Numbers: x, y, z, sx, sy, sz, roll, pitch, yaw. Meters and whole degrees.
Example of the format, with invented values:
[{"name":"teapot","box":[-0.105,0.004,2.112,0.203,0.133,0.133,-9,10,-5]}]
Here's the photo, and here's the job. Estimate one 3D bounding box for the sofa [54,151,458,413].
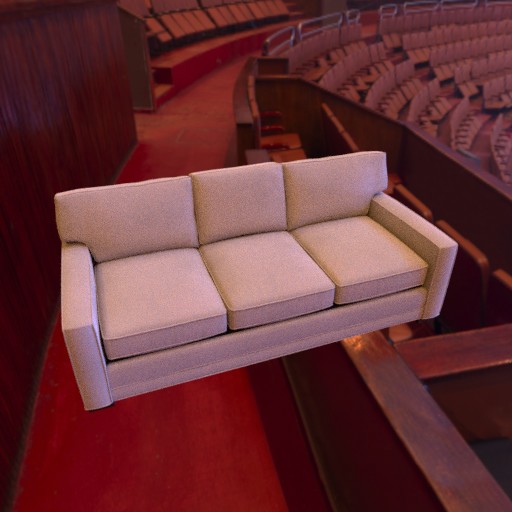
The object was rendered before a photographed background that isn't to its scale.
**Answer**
[{"name":"sofa","box":[0.000,0.000,2.593,2.088,0.862,0.935,-11,34,-17]}]
